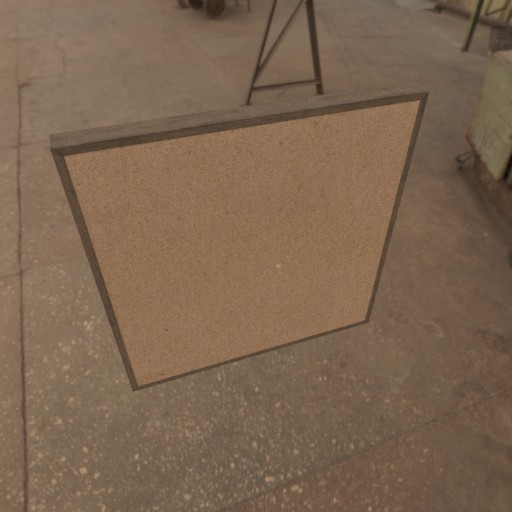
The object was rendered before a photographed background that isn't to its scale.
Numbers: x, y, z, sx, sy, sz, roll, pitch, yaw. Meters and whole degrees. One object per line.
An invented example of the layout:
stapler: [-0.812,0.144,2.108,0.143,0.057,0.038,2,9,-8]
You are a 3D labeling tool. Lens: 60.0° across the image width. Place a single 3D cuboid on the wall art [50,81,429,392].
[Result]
wall art: [0.000,0.000,0.748,0.508,0.508,0.038,-13,43,-14]
